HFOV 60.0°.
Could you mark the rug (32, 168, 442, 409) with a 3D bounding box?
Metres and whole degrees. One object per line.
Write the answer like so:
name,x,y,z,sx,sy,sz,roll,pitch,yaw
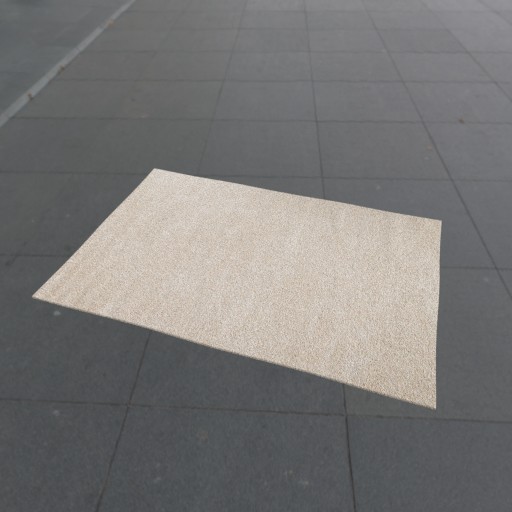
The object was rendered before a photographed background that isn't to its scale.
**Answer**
rug,0.000,0.000,3.418,2.699,0.025,1.800,12,43,13
